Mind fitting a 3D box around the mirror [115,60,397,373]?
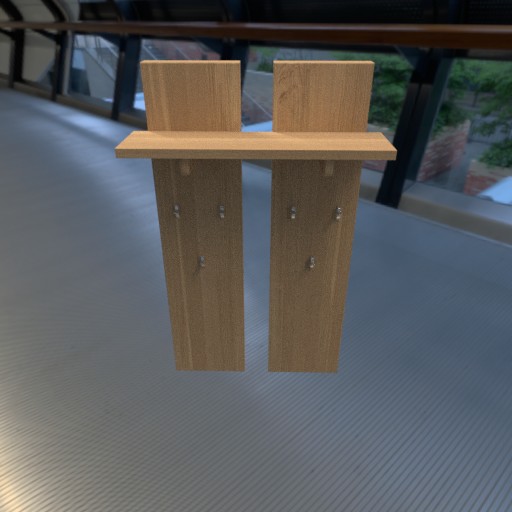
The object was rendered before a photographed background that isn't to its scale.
[{"bbox_3d":[0.000,0.000,1.574,0.800,1.250,0.260,1,29,1],"label":"mirror"}]
